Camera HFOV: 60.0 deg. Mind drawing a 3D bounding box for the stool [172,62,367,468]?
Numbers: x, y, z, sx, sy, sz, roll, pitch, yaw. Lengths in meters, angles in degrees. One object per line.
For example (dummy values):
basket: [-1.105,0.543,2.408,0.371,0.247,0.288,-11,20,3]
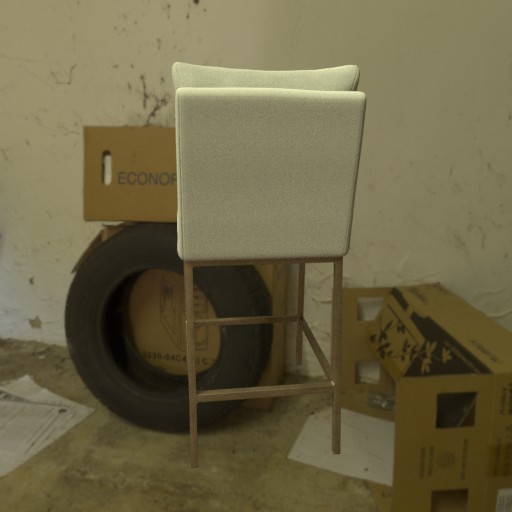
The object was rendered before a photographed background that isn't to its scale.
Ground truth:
stool: [0.000,0.000,1.346,0.463,1.032,0.572,-2,15,-8]
